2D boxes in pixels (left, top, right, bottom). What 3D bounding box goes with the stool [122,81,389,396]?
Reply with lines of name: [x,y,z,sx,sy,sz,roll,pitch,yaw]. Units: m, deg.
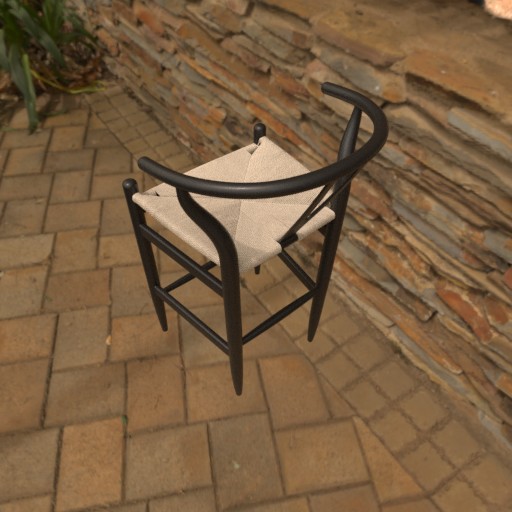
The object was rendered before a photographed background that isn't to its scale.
stool: [0.000,0.000,1.330,0.569,0.970,0.579,-31,54,-26]
